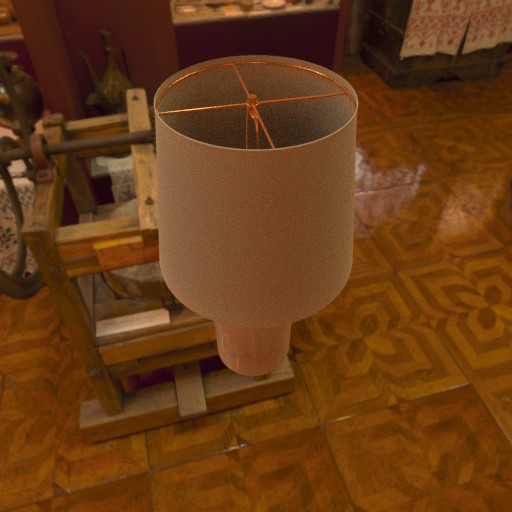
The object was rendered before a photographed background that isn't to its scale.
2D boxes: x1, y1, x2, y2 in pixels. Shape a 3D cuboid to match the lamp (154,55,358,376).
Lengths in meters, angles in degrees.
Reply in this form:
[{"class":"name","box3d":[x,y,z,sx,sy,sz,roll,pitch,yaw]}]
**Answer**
[{"class":"lamp","box3d":[0.000,0.000,0.448,0.189,0.340,0.189,0,46,0]}]
